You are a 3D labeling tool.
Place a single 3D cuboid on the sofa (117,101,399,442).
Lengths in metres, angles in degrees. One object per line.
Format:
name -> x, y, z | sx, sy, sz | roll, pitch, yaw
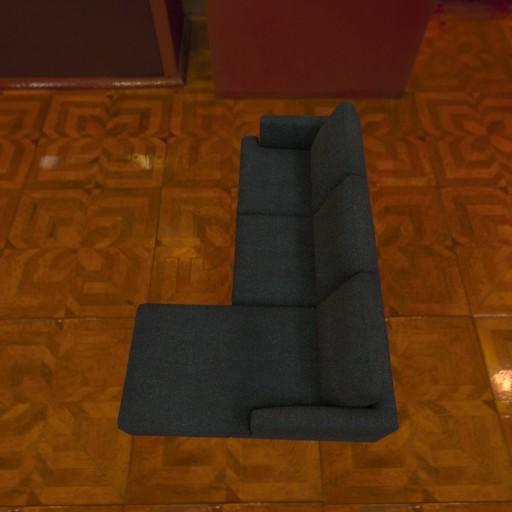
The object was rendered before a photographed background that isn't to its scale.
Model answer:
sofa -> 0.000, 0.000, 2.973 | 1.504, 0.956, 2.233 | 1, 60, 1
